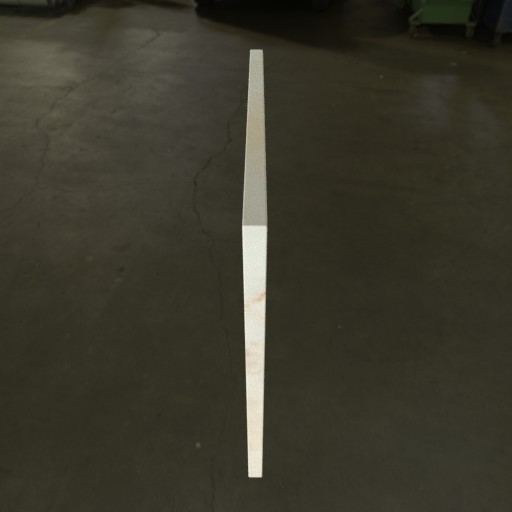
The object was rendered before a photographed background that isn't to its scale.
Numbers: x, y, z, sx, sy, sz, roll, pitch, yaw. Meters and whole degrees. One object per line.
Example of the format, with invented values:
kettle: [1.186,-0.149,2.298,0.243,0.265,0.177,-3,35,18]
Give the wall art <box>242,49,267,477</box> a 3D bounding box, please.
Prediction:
wall art: [0.000,0.000,1.300,0.038,0.889,0.889,0,41,0]
